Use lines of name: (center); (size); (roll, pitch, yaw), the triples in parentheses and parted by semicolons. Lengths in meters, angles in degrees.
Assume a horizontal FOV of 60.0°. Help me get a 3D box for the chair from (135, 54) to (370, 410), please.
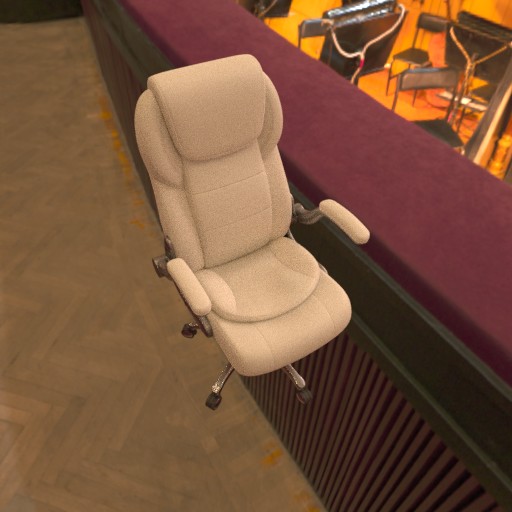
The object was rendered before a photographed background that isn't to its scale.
chair: (0.000, 0.000, 1.819); (0.755, 1.330, 0.806); (-23, 50, -21)
